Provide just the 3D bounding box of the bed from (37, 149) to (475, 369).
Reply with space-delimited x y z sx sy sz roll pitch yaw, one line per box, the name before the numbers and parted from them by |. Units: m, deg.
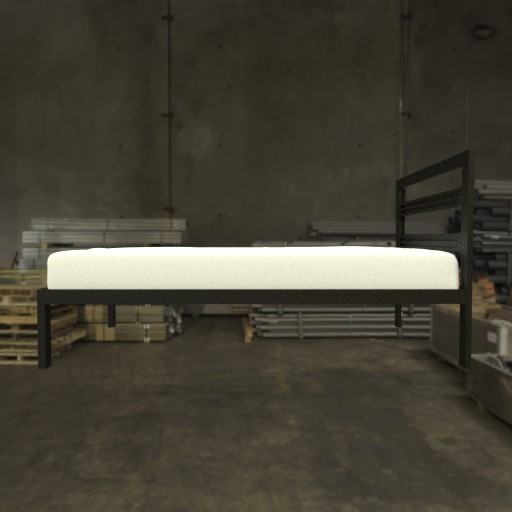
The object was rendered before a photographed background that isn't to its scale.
bed | 0.000 0.000 2.442 1.930 0.967 0.991 0 2 0
